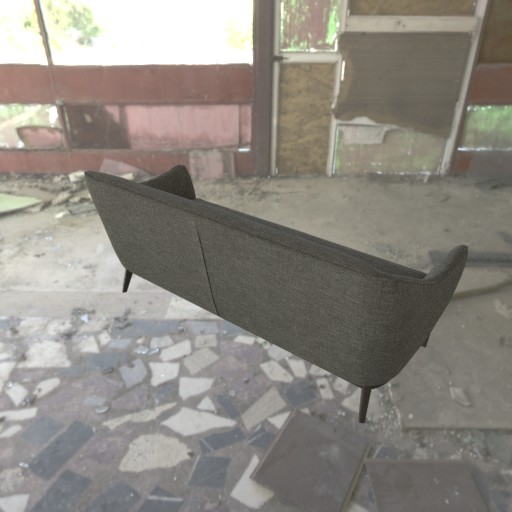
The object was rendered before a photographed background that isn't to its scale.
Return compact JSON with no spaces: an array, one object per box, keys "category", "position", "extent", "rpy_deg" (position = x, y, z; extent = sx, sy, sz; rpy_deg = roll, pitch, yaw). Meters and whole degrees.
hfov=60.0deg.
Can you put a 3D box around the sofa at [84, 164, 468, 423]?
[{"category":"sofa","position":[0.000,0.000,2.401],"extent":[1.928,0.829,0.867],"rpy_deg":[21,36,32]}]
